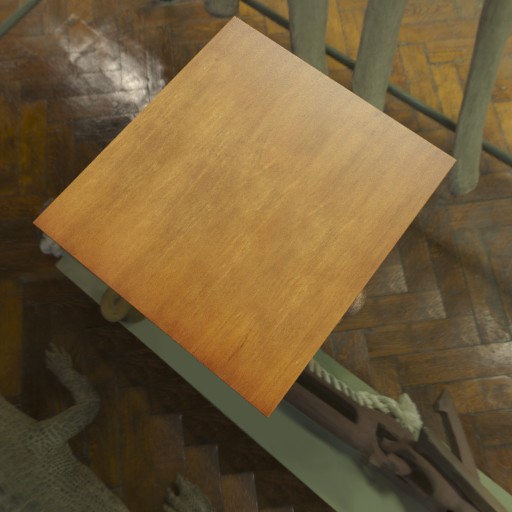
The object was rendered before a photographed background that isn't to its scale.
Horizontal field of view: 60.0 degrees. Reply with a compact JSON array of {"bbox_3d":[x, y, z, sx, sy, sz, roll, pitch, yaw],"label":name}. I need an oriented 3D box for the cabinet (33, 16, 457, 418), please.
[{"bbox_3d":[0.000,0.000,0.851,0.401,0.579,0.409,37,78,10],"label":"cabinet"}]
